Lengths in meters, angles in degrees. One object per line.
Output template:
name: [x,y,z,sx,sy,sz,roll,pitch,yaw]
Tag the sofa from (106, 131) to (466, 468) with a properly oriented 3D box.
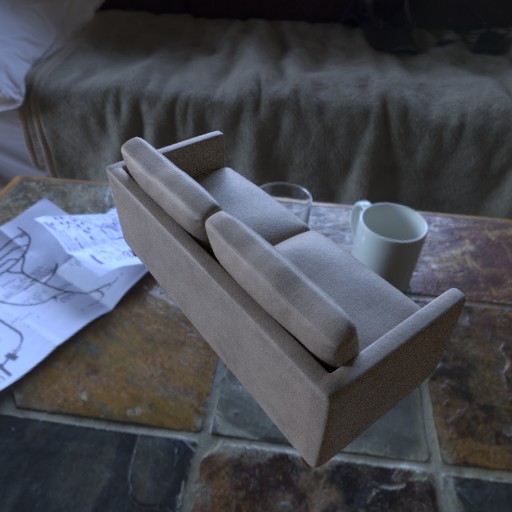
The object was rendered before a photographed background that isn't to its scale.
sofa: [0.000,0.000,2.734,0.951,0.965,2.208,-26,48,-27]
